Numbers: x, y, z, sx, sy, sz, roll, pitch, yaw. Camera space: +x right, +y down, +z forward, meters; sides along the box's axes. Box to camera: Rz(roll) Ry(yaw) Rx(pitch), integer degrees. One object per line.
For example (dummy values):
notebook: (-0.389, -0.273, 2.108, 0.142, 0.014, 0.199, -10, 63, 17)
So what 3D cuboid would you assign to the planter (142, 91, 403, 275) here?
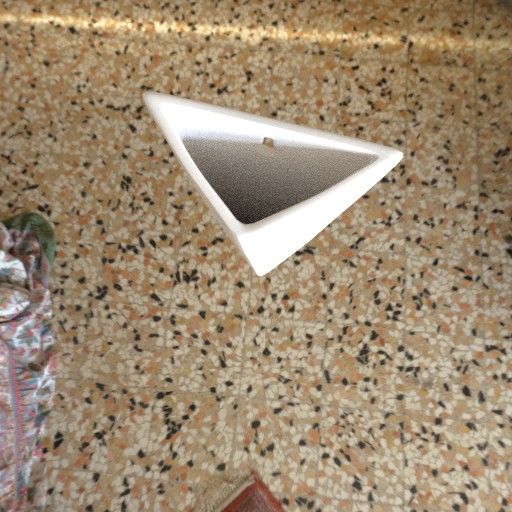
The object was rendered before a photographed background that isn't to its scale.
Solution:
planter: (0.000, 0.000, 0.389, 0.143, 0.338, 0.065, 14, 76, 4)
